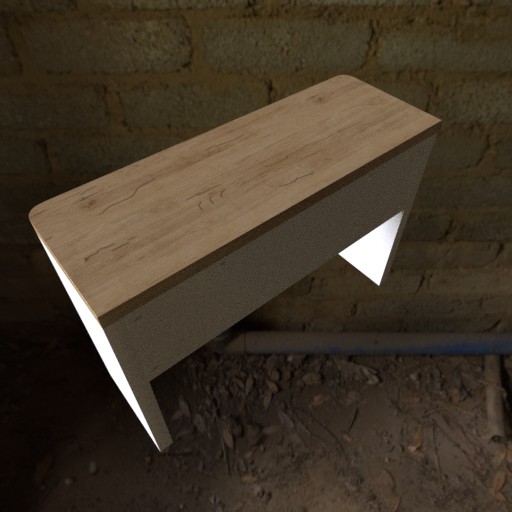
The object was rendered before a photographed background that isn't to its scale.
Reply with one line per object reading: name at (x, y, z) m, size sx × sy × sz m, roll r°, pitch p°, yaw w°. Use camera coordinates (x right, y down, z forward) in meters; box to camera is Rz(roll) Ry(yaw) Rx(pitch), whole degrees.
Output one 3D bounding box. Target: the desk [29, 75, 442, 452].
desk at (0.000, 0.000, 1.460) m, size 1.100 × 0.760 × 0.390 m, roll -31°, pitch 55°, yaw -25°
